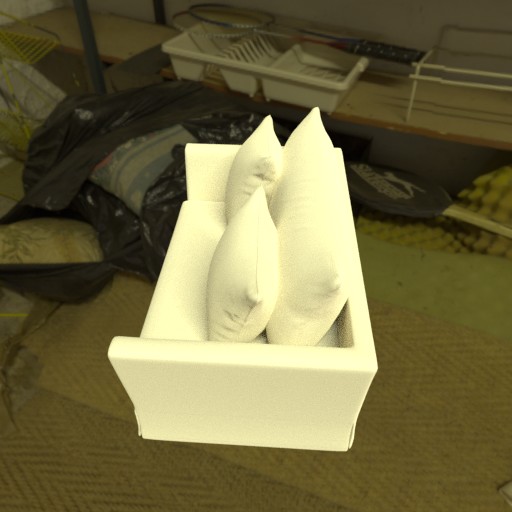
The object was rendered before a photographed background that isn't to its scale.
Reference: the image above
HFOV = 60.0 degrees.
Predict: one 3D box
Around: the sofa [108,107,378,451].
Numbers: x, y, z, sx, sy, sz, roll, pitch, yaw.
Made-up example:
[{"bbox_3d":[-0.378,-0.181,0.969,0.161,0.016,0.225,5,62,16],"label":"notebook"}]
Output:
[{"bbox_3d":[0.000,0.000,2.295,1.026,1.039,1.608,2,42,3],"label":"sofa"}]
